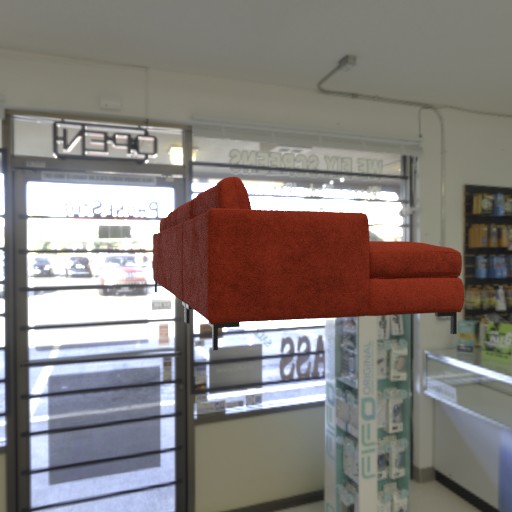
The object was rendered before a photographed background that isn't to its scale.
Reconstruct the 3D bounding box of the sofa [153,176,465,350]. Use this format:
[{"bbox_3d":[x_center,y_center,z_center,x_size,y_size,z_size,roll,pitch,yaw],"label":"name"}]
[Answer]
[{"bbox_3d":[0.000,0.000,2.909,1.136,0.663,2.467,0,1,-18],"label":"sofa"}]
